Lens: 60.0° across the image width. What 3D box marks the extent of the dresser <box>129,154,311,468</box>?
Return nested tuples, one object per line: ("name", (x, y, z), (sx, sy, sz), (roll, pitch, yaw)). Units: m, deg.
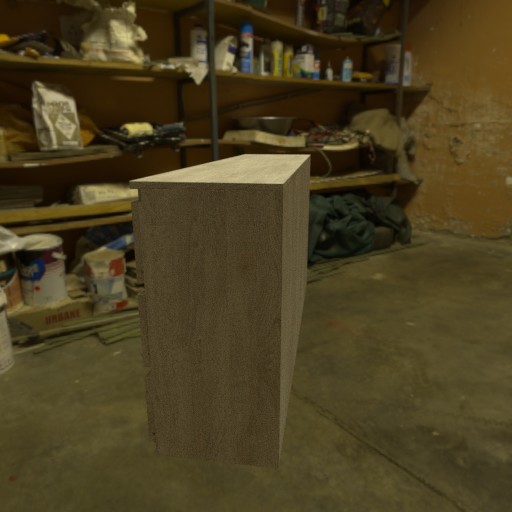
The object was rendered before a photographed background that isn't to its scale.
("dresser", (0.000, 0.000, 1.926), (0.390, 0.795, 1.590), (2, 15, 8))
